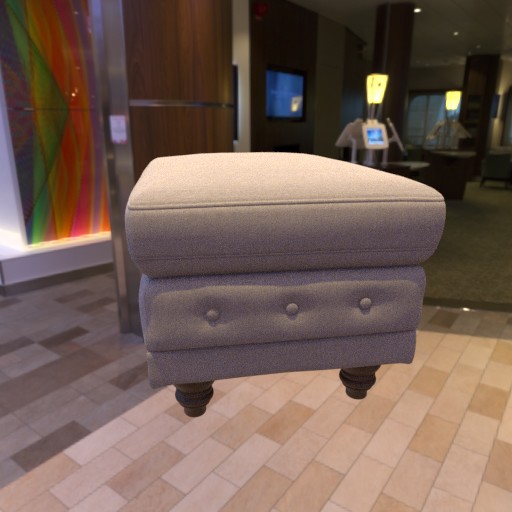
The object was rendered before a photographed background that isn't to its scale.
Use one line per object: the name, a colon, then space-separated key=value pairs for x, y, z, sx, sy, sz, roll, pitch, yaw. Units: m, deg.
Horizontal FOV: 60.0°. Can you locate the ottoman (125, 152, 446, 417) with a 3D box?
ottoman: x=0.000 y=0.000 z=1.149 sx=0.569 sy=0.500 sz=0.771 roll=-3 pitch=17 yaw=-9
